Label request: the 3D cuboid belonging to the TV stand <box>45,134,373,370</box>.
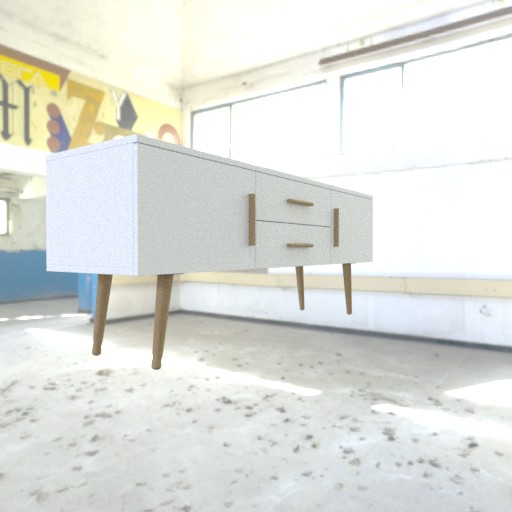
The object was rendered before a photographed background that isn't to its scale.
[{"bbox_3d":[0.000,0.000,1.656,0.401,0.560,1.398,1,1,36],"label":"TV stand"}]
